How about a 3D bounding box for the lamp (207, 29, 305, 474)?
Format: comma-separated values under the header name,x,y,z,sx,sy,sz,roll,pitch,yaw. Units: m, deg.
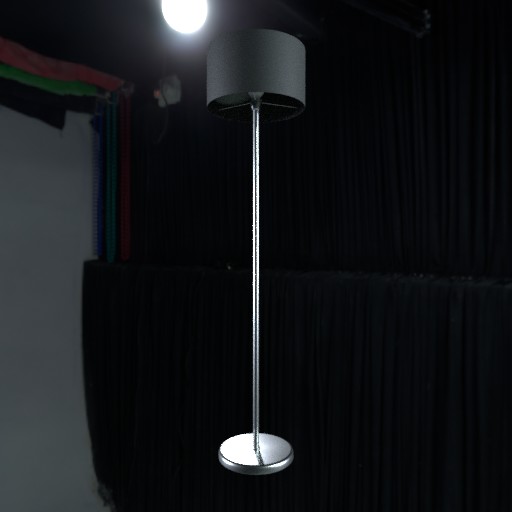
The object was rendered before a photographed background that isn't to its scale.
name,x,y,z,sx,sy,sz,roll,pitch,yaw
lamp,0.000,0.000,1.588,0.348,1.443,0.348,1,1,35
